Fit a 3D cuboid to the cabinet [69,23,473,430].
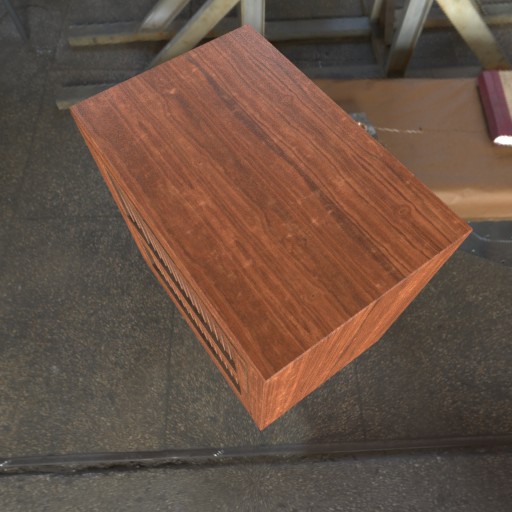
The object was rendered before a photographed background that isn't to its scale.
[{"bbox_3d":[0.000,0.000,1.059,0.410,0.695,0.607,-33,68,-15],"label":"cabinet"}]
